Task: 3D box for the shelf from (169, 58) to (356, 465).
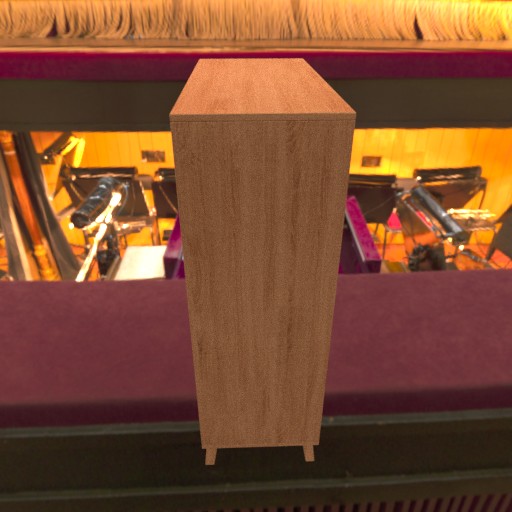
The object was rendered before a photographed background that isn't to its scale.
[{"bbox_3d":[0.000,0.000,1.844,0.450,1.390,1.000,-1,31,-2],"label":"shelf"}]
